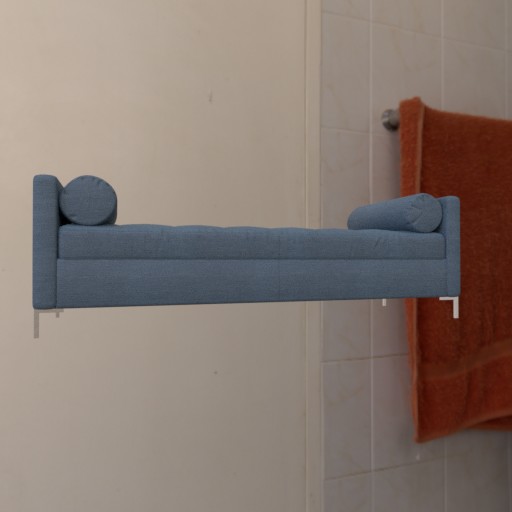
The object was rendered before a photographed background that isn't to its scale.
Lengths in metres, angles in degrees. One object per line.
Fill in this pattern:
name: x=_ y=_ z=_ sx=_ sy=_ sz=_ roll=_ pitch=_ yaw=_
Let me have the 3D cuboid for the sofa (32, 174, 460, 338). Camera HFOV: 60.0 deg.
sofa: x=0.000 y=0.000 z=2.286 sx=1.981 sy=0.635 sz=0.686 roll=0 pitch=-1 yaw=-17
